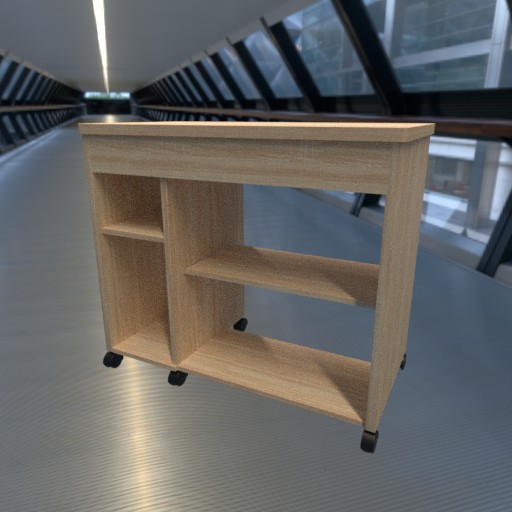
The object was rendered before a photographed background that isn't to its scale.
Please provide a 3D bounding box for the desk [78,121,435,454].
[{"bbox_3d":[0.000,0.000,1.345,0.884,0.770,0.480,9,20,26],"label":"desk"}]
